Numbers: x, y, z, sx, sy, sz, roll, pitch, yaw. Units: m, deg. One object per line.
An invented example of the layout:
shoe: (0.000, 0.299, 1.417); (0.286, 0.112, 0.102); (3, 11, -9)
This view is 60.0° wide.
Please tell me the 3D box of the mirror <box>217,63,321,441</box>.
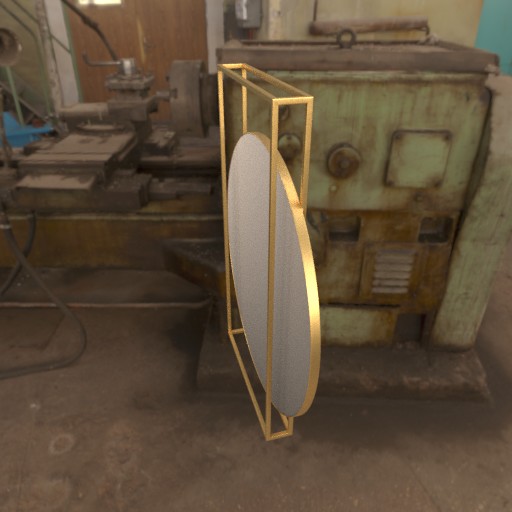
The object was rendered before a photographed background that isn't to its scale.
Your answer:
mirror: (0.000, 0.000, 0.798); (0.051, 0.603, 0.508); (-8, 31, -14)
